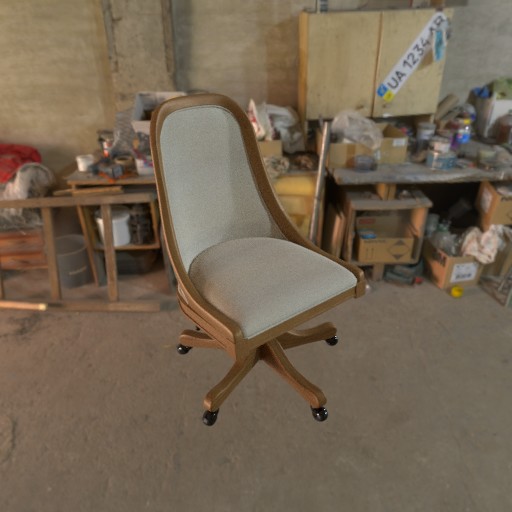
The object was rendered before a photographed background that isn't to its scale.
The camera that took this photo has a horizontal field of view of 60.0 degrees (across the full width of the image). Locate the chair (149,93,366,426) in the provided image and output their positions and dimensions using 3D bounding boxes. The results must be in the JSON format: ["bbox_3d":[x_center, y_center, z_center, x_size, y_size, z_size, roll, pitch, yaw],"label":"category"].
[{"bbox_3d":[0.000,0.000,1.609,0.702,1.009,0.811,-21,36,-32],"label":"chair"}]
